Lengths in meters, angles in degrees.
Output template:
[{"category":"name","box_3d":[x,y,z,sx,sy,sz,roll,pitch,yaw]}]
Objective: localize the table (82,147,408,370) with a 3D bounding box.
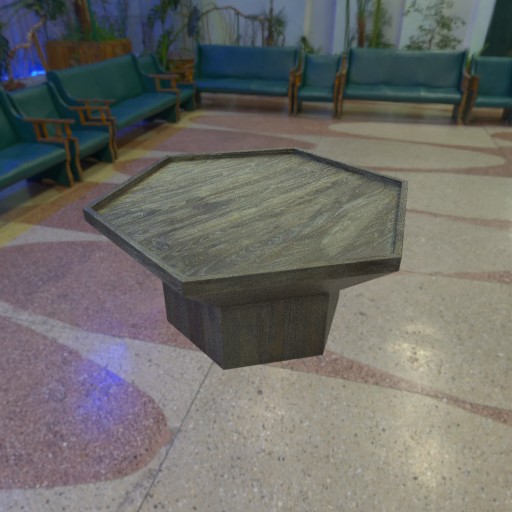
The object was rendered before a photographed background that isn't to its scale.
[{"category":"table","box_3d":[0.000,0.000,1.614,0.966,0.488,1.115,9,32,16]}]
